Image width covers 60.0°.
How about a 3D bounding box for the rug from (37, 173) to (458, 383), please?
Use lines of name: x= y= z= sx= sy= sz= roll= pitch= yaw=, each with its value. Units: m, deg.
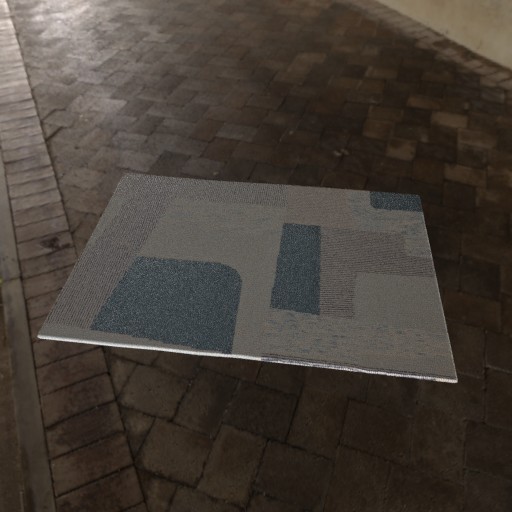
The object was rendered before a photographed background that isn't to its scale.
rug: x=0.000 y=0.000 z=2.346 sx=1.847 sy=0.020 sz=1.238 roll=5 pitch=47 yaw=5
